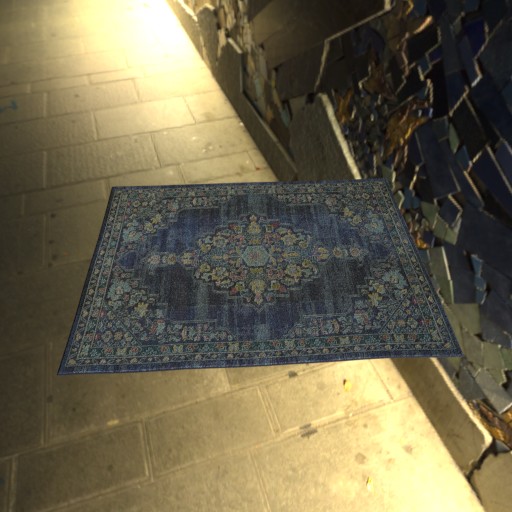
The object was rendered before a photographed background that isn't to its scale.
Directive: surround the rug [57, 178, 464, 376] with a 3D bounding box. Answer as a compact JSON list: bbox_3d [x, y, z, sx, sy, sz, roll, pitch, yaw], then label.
[{"bbox_3d":[0.000,0.000,4.853,3.612,0.035,2.716,-2,46,-2],"label":"rug"}]
